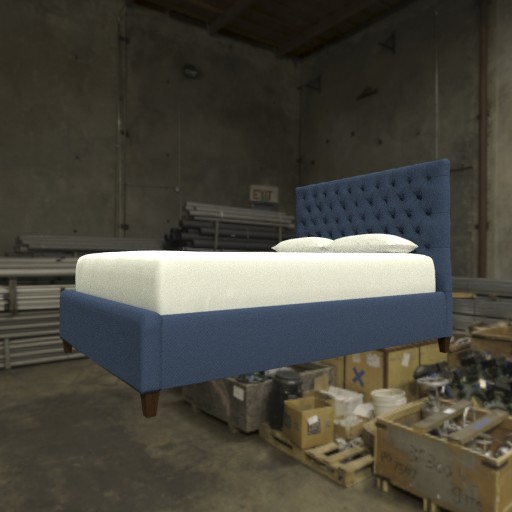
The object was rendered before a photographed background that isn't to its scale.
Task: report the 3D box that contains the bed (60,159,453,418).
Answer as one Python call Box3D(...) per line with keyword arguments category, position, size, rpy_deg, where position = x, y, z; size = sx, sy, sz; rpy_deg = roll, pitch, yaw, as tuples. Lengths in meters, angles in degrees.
Box3D(category="bed", position=(0.000, 0.000, 3.278), size=(2.387, 1.427, 1.706), rpy_deg=(0, 0, -35))
